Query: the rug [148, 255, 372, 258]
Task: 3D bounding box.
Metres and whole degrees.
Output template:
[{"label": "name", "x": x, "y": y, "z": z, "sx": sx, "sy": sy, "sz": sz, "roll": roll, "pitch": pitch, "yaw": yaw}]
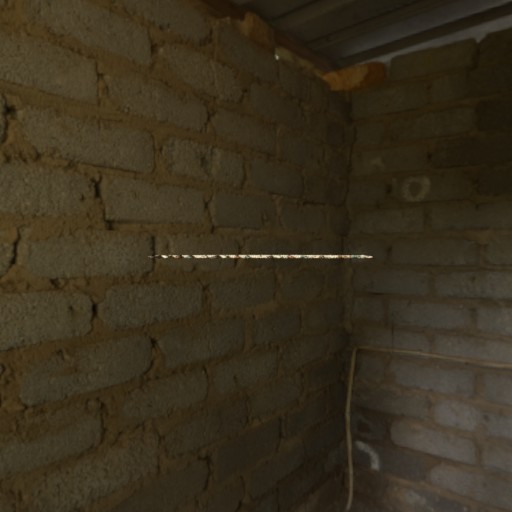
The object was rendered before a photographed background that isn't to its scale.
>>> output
[{"label": "rug", "x": 0.000, "y": 0.000, "z": 2.726, "sx": 0.769, "sy": 0.013, "sz": 2.440, "roll": 0, "pitch": 0, "yaw": -1}]
